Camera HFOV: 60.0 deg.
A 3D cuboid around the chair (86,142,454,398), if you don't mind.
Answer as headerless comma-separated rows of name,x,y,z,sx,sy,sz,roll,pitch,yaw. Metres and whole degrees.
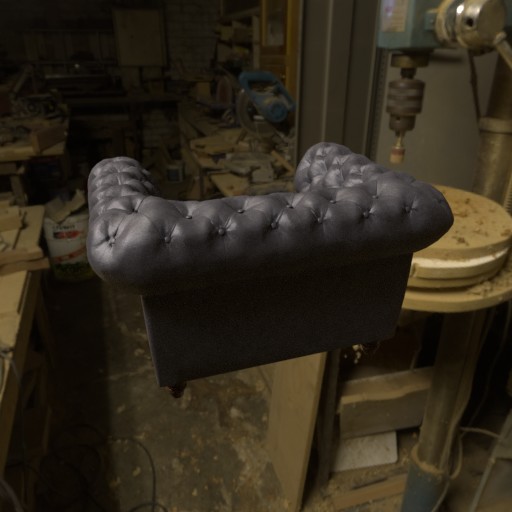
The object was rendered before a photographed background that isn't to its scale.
chair,0.000,0.000,1.898,1.298,0.780,0.943,-8,27,-16
